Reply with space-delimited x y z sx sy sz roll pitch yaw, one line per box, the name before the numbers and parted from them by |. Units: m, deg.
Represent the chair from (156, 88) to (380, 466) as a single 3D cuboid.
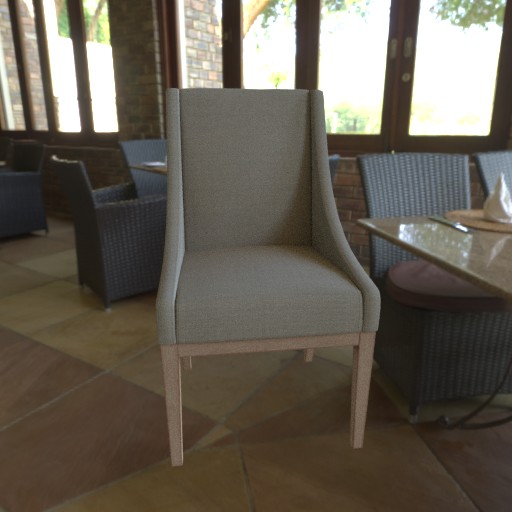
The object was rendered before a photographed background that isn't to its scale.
chair | 0.000 0.000 1.386 0.575 1.021 0.611 -2 17 -7
